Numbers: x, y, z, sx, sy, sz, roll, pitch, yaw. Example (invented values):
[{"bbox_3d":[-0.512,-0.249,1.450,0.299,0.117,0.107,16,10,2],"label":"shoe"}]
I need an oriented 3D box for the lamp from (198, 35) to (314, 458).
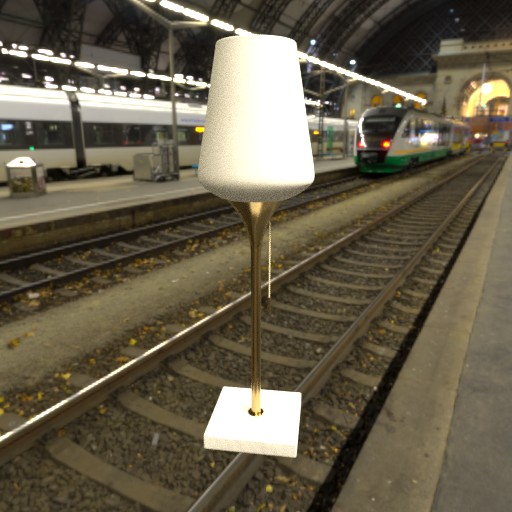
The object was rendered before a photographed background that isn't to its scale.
[{"bbox_3d":[0.000,0.000,0.726,0.181,0.639,0.181,2,15,8],"label":"lamp"}]
